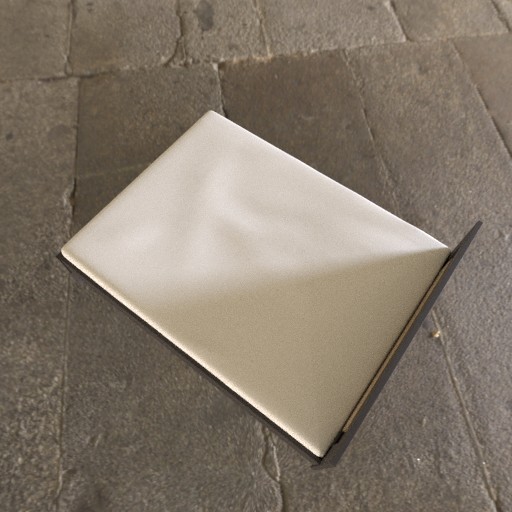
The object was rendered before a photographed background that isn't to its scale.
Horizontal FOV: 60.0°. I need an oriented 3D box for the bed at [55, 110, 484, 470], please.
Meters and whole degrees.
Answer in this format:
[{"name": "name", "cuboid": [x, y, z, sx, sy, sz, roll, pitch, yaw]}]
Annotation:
[{"name": "bed", "cuboid": [0.000, 0.000, 2.898, 2.073, 0.823, 1.585, 34, 68, 16]}]
